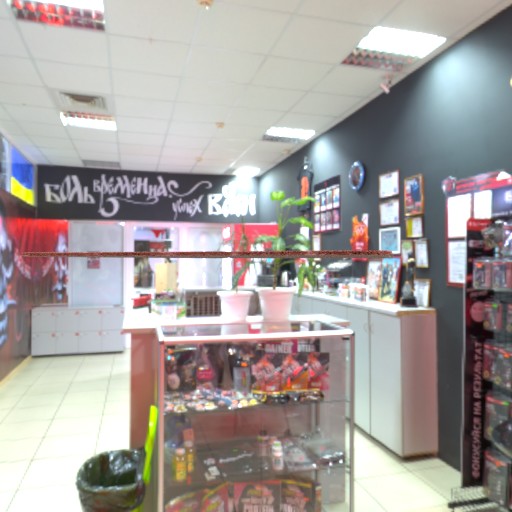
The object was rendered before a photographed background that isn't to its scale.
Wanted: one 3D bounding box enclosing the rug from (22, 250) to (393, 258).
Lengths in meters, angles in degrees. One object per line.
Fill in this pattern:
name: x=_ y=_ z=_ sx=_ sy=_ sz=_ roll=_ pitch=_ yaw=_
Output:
rug: x=0.000 y=0.000 z=4.125 sx=2.438 sy=0.029 sz=3.047 roll=0 pitch=-1 yaw=17
